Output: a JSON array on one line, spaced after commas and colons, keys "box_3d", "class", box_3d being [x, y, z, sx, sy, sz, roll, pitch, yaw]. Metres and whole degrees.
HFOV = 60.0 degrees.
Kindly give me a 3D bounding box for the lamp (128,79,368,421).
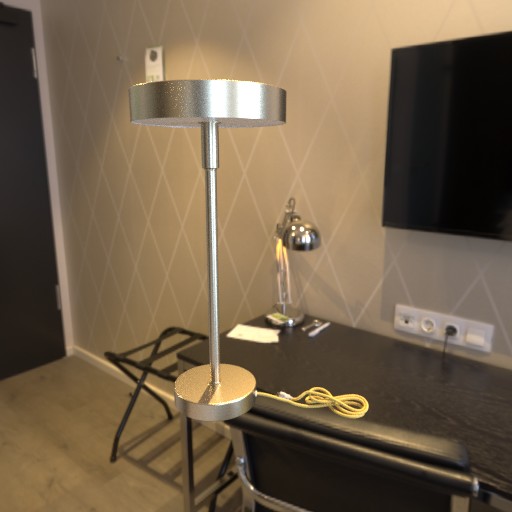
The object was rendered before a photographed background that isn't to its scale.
[{"box_3d": [0.000, 0.000, 0.697, 0.369, 0.508, 0.229, 2, 13, 9], "class": "lamp"}]
